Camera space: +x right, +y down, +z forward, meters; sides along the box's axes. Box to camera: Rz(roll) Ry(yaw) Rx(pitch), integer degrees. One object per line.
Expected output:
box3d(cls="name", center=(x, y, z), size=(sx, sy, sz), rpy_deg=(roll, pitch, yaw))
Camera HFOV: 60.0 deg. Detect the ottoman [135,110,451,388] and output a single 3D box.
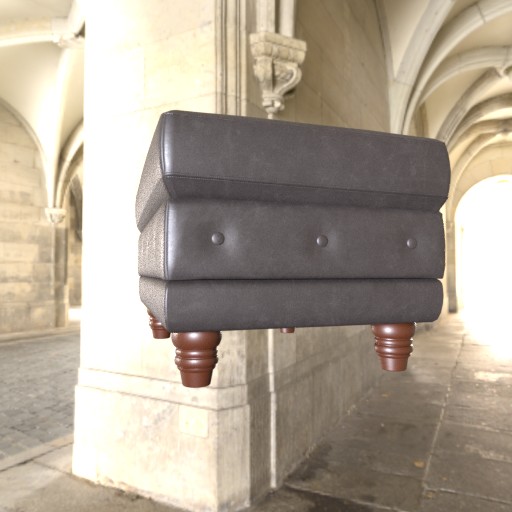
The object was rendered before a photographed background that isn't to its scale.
box3d(cls="ottoman", center=(0.000, 0.000, 1.170), size=(0.590, 0.498, 0.795), rpy_deg=(1, -2, -18))
